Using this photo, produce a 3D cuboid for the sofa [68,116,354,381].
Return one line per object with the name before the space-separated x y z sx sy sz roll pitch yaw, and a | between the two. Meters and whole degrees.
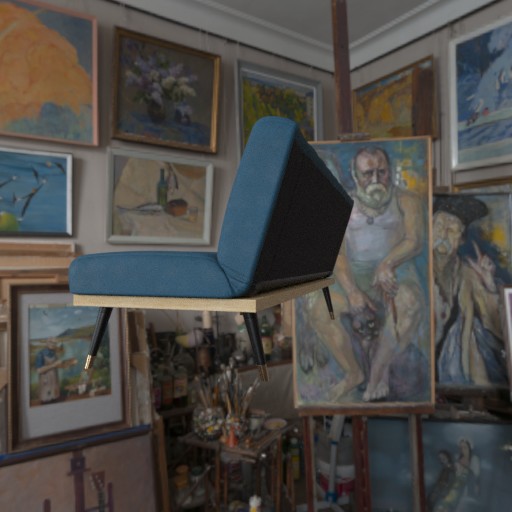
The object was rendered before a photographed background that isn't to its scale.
sofa | 0.000 0.000 2.276 0.830 0.825 1.810 0 -1 18
